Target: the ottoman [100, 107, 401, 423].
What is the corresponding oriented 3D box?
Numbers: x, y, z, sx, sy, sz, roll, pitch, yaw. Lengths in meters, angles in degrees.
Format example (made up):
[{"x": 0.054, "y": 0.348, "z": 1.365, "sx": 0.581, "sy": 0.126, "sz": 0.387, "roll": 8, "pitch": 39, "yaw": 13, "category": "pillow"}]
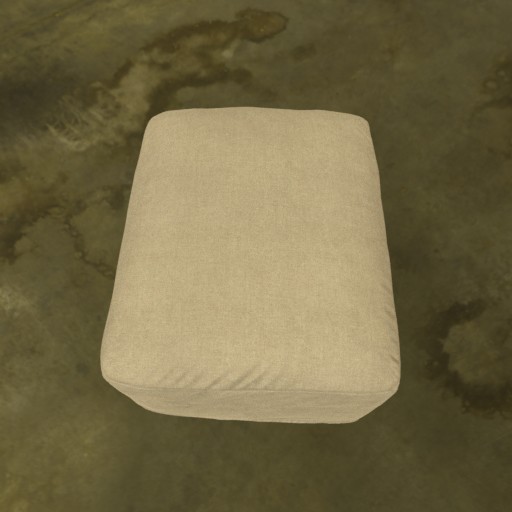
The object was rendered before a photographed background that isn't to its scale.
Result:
[{"x": 0.000, "y": 0.000, "z": 1.261, "sx": 0.683, "sy": 0.481, "sz": 0.837, "roll": 1, "pitch": 63, "yaw": 1, "category": "ottoman"}]
